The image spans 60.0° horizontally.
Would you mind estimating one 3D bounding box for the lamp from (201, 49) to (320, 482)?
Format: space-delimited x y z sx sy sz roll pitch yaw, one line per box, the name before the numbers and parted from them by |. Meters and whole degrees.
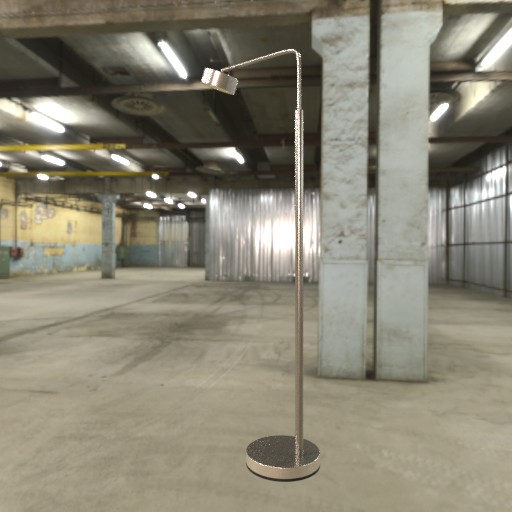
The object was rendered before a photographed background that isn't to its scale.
lamp | 0.000 0.000 1.393 0.421 1.250 0.222 0 0 35
